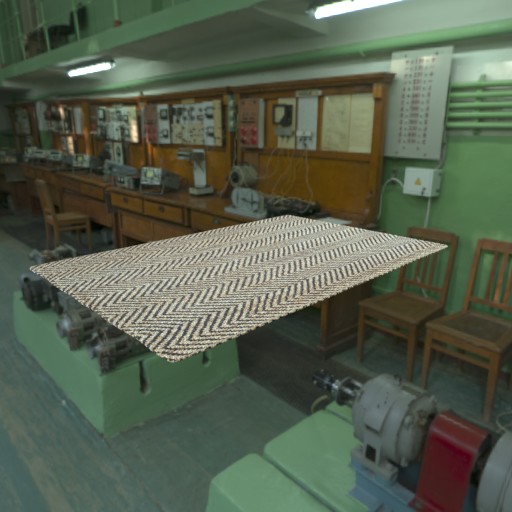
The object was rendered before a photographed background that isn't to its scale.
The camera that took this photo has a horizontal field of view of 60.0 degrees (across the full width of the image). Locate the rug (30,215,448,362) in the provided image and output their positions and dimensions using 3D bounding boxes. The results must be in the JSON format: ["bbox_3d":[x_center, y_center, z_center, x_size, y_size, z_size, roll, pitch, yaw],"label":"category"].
[{"bbox_3d":[0.000,0.000,2.282,1.828,0.008,1.219,-15,22,-42],"label":"rug"}]
